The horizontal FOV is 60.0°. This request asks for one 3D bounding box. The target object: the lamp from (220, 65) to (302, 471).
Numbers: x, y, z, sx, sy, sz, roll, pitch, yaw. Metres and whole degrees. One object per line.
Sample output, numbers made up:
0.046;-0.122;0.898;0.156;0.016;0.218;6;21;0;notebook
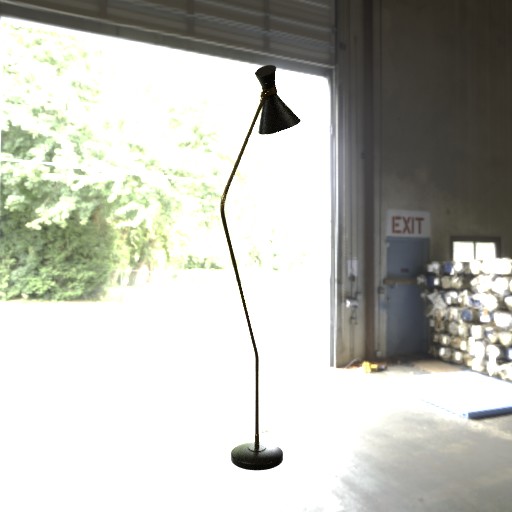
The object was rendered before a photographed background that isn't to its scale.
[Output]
0.000;0.000;1.637;0.467;1.438;0.277;1;-1;-37;lamp
